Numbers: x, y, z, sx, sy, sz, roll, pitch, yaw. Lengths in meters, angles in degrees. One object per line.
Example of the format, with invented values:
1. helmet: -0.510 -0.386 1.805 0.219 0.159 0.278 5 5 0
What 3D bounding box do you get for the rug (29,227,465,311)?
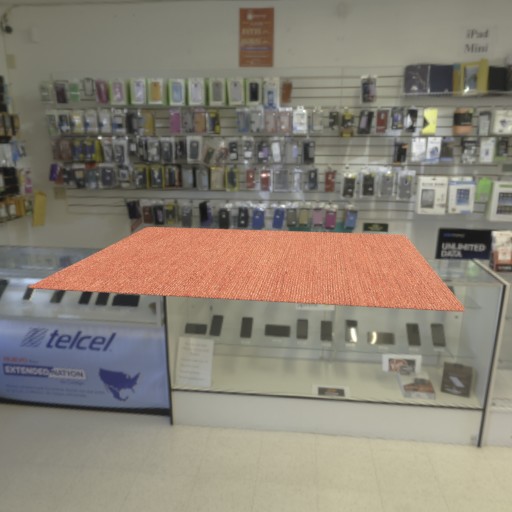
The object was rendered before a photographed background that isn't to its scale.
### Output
1. rug: 0.000 0.000 2.850 2.112 0.009 1.594 2 15 8
